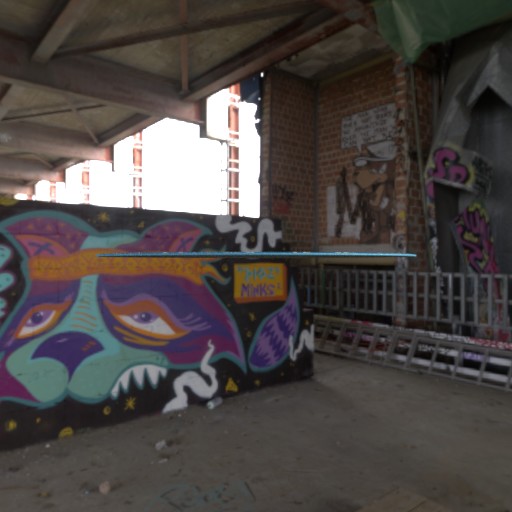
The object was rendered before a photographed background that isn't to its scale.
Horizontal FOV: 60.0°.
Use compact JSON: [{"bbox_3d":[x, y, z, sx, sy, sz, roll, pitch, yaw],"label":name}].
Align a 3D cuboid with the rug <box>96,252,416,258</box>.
[{"bbox_3d":[0.000,0.000,2.341,1.593,0.012,1.593,0,-1,0],"label":"rug"}]
